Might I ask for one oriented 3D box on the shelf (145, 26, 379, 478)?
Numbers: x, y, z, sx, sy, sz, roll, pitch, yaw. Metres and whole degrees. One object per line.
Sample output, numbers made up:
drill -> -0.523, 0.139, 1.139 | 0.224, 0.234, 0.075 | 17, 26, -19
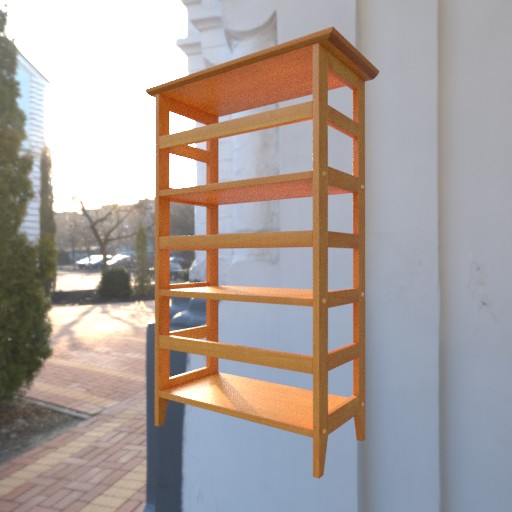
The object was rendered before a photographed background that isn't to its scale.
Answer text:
shelf -> 0.000, 0.000, 1.346 | 0.660, 1.067, 0.305 | 0, 0, 36
